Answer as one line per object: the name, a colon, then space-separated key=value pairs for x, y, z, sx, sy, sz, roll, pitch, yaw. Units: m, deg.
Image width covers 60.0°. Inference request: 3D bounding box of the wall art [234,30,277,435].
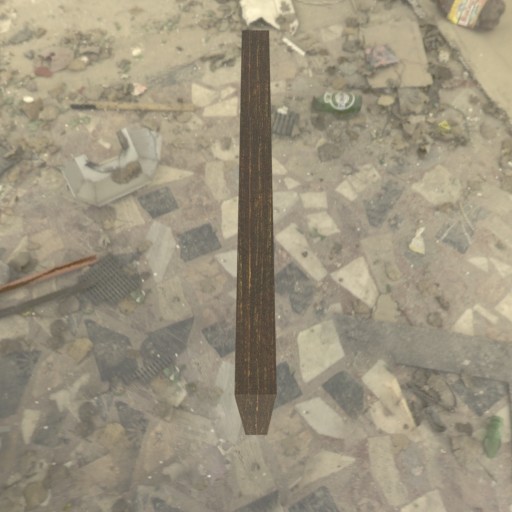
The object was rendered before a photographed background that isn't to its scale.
wall art: x=0.000 y=0.000 z=0.542 sx=0.031 sy=0.330 sz=0.381 roll=0 pitch=63 yaw=0
